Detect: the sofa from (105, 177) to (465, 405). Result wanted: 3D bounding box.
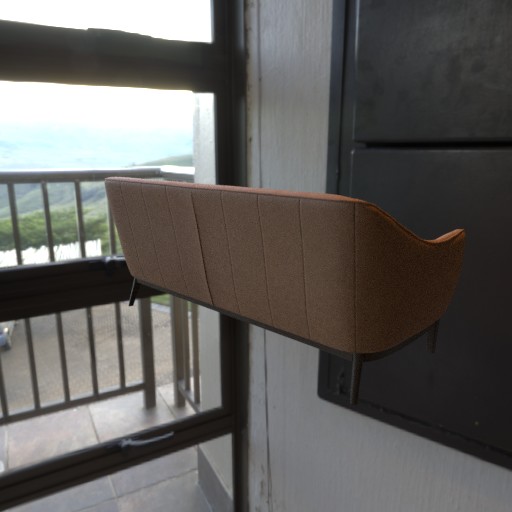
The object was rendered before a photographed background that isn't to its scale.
[{"bbox_3d":[0.000,0.000,2.433,1.928,0.830,0.869,13,18,42],"label":"sofa"}]
